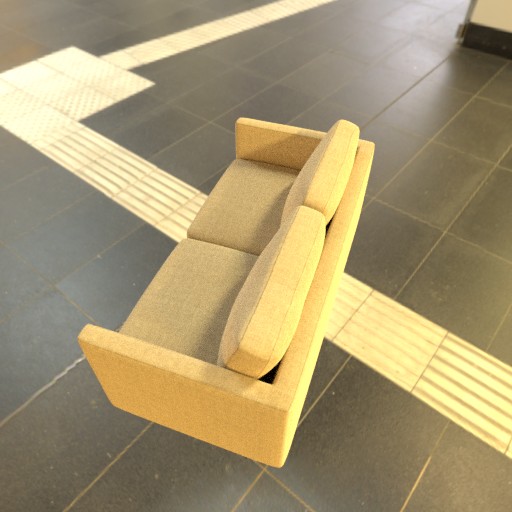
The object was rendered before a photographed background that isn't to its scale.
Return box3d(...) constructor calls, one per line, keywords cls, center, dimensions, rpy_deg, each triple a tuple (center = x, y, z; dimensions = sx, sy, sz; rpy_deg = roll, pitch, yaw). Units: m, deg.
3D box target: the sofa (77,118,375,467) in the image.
box3d(cls="sofa", center=(0.000, 0.000, 2.497), dimensions=(0.950, 0.963, 1.884), rpy_deg=(15, 49, 13))
